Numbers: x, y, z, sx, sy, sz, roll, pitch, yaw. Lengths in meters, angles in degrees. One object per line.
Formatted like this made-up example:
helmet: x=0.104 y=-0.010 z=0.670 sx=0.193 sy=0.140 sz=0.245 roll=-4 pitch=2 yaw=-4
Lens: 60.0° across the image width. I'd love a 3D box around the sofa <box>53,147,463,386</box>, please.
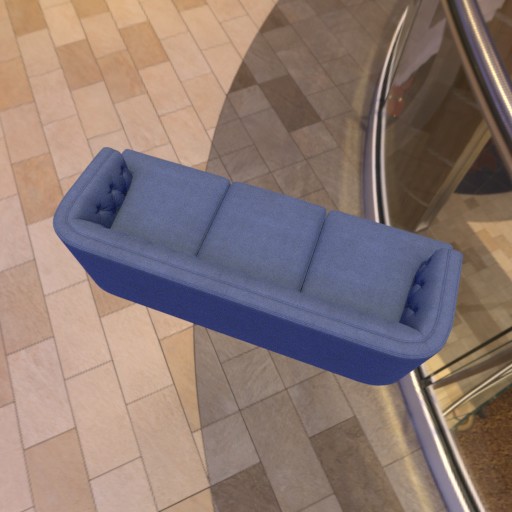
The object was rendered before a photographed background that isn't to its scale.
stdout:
sofa: x=0.000 y=0.000 z=2.708 sx=2.235 sy=0.787 sz=0.914 roll=18 pitch=64 yaw=9
